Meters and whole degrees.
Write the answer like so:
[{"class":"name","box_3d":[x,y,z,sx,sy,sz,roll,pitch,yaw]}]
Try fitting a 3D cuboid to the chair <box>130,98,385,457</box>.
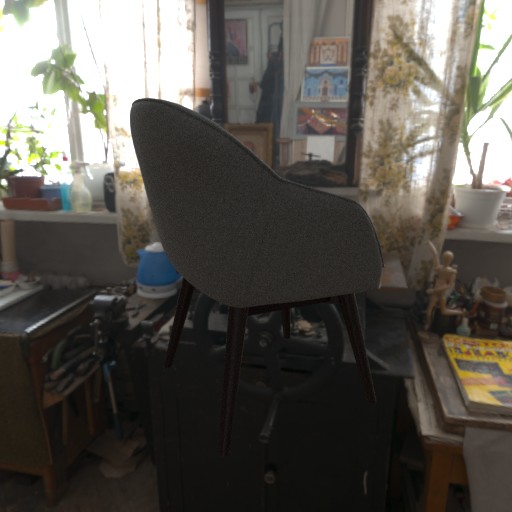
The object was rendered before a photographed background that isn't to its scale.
[{"class":"chair","box_3d":[0.000,0.000,1.238,0.611,0.810,0.589,-8,17,-26]}]
